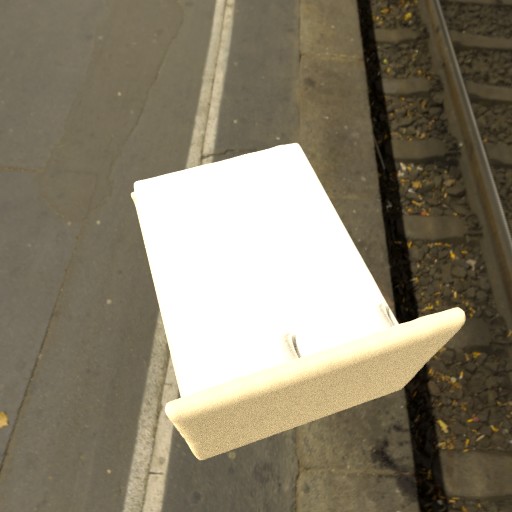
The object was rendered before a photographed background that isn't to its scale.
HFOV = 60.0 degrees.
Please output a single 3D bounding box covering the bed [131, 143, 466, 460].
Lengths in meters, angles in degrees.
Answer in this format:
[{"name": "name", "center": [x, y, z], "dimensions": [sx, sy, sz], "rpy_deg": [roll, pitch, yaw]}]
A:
[{"name": "bed", "center": [0.000, 0.000, 3.466], "dimensions": [1.698, 1.427, 2.387], "rpy_deg": [-16, 60, -10]}]
